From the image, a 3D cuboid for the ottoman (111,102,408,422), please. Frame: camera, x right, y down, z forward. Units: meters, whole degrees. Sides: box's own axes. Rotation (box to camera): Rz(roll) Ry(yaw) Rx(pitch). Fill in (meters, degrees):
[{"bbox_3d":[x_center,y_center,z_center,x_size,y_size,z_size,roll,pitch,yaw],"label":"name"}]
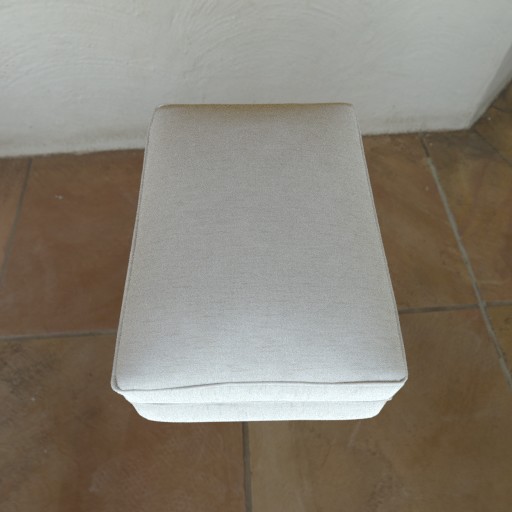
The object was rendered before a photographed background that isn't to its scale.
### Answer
[{"bbox_3d":[0.000,0.000,0.965,0.501,0.406,0.665,-1,58,-1],"label":"ottoman"}]
